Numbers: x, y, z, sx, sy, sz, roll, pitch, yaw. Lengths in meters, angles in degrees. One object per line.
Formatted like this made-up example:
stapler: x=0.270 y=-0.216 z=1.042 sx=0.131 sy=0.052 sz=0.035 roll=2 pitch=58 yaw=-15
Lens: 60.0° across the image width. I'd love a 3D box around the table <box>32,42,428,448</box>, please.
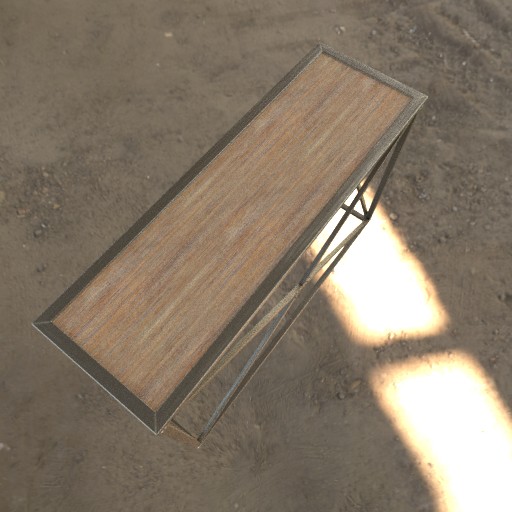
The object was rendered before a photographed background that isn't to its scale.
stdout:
table: x=0.000 y=0.000 z=1.537 sx=0.402 sy=0.753 sz=1.216 roll=34 pitch=69 yaw=15
